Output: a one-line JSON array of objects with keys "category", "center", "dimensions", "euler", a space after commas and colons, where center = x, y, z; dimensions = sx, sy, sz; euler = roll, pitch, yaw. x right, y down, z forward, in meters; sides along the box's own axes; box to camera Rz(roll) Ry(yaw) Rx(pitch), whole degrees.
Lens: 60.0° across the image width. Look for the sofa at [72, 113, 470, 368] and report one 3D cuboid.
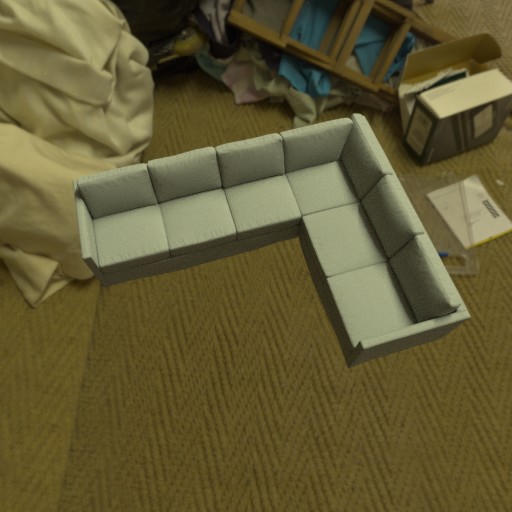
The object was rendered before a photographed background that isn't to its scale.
[{"category": "sofa", "center": [0.000, 0.000, 4.365], "dimensions": [3.182, 0.871, 2.432], "euler": [-15, 65, -7]}]
